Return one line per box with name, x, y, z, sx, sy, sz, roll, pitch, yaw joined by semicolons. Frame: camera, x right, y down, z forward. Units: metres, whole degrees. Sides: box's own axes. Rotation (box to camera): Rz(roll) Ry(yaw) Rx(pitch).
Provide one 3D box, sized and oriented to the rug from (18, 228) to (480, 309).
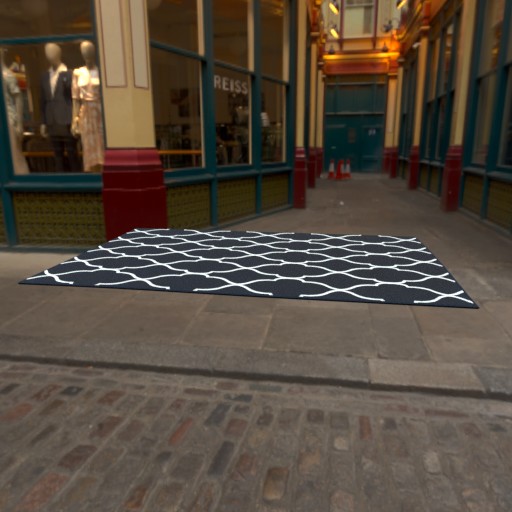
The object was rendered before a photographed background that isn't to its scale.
rug;0.000;0.000;2.878;2.294;0.014;1.528;2;15;9
